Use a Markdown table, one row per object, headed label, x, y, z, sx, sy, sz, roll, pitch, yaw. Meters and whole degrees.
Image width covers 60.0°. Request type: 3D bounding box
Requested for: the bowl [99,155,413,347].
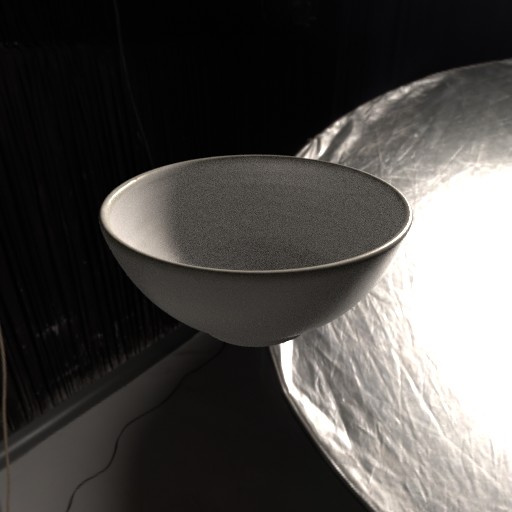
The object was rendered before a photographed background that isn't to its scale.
| label | x | y | z | sx | sy | sz | roll | pitch | yaw |
| --- | --- | --- | --- | --- | --- | --- | --- | --- | --- |
| bowl | 0.000 | 0.000 | 0.423 | 0.268 | 0.121 | 0.268 | 0 | 29 | 0 |
